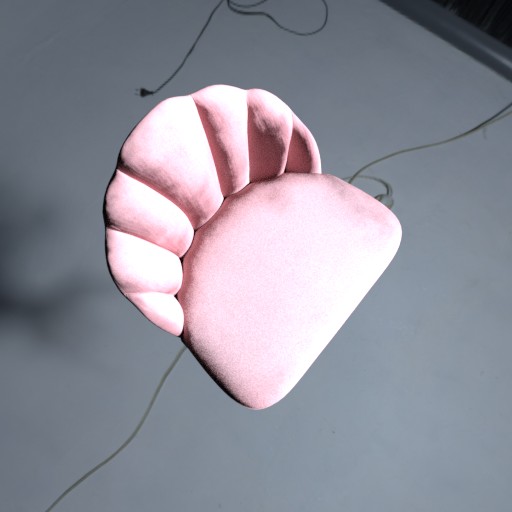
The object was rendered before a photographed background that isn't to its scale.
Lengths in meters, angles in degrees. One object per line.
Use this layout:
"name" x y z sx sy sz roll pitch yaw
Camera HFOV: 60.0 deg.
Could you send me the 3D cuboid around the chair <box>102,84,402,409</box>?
"chair" 0.000 0.000 1.236 0.599 0.819 0.657 39 79 9
